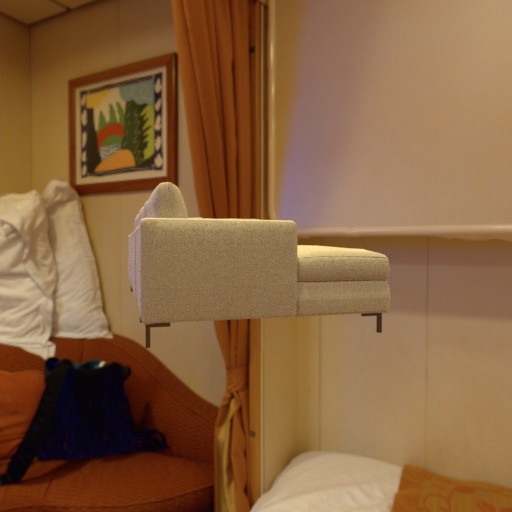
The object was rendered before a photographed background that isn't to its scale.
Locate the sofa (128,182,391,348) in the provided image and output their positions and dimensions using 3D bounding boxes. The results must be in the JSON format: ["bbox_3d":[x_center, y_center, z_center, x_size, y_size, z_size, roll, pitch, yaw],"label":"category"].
[{"bbox_3d":[0.000,0.000,3.474,1.879,0.756,2.737,0,1,-17],"label":"sofa"}]
